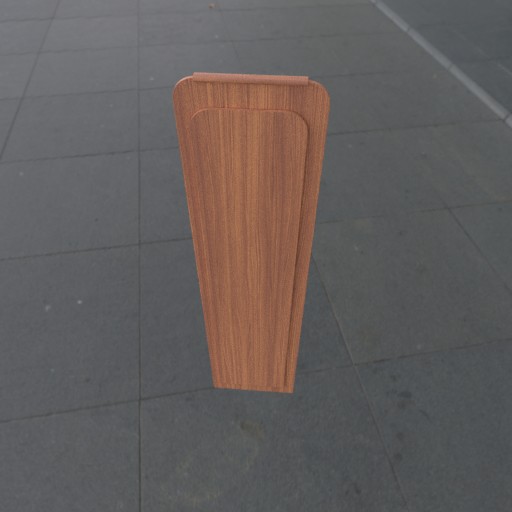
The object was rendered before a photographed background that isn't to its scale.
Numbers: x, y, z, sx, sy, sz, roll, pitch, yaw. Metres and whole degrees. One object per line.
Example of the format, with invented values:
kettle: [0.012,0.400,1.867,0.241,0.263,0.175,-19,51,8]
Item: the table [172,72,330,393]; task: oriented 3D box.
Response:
table: [0.000,0.000,2.005,0.450,1.830,0.420,3,47,3]
